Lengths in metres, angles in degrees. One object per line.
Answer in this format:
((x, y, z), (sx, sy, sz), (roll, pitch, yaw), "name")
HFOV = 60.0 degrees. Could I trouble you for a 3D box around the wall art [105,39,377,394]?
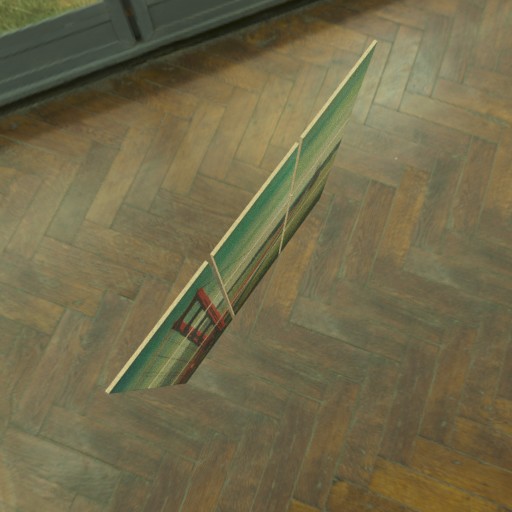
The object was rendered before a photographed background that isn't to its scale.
((0.000, 0.000, 2.195), (0.014, 1.507, 1.519), (35, 78, 9), "wall art")
